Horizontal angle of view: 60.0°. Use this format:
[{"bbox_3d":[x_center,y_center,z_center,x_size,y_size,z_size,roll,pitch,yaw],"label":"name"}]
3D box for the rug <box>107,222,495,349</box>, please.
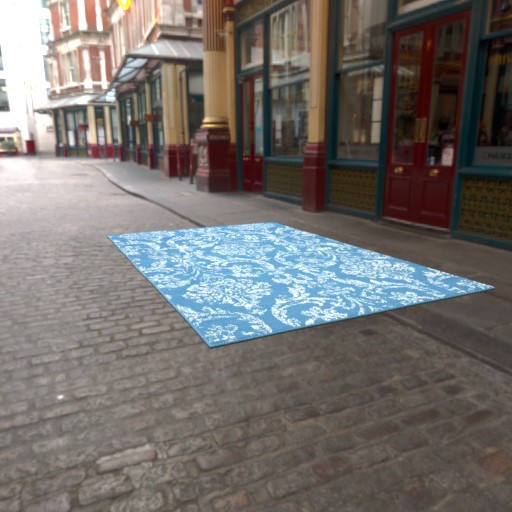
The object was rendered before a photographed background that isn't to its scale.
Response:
[{"bbox_3d":[0.000,0.000,2.291,1.211,0.012,1.833,-7,15,-26],"label":"rug"}]
